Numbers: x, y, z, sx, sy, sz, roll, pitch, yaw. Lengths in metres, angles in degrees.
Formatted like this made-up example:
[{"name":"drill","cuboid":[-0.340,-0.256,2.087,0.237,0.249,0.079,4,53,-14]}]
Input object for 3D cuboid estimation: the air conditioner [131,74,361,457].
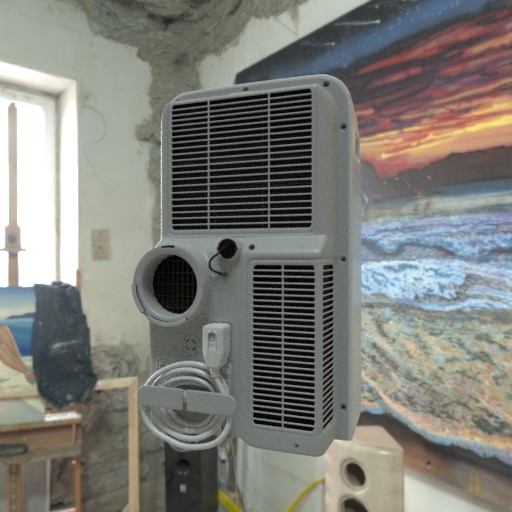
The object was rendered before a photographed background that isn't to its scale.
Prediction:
[{"name":"air conditioner","cuboid":[0.000,0.000,1.024,0.449,0.786,0.414,0,0,19]}]
